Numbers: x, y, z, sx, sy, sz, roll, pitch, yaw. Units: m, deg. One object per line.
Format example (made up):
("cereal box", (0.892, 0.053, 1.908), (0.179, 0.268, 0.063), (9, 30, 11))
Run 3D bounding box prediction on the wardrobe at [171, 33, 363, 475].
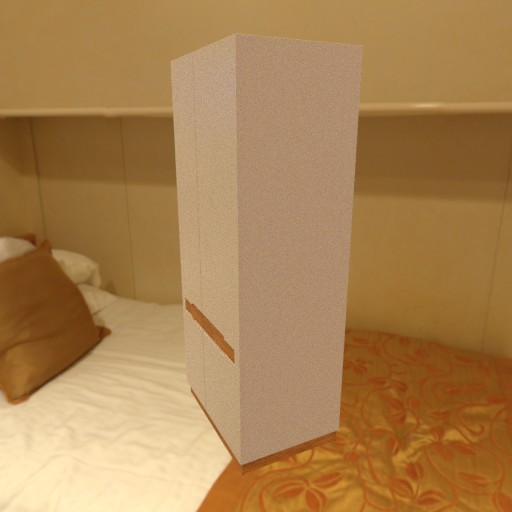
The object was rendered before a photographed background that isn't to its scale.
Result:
("wardrobe", (0.000, 0.000, 2.442), (0.600, 2.040, 0.860), (-8, 18, -25))
